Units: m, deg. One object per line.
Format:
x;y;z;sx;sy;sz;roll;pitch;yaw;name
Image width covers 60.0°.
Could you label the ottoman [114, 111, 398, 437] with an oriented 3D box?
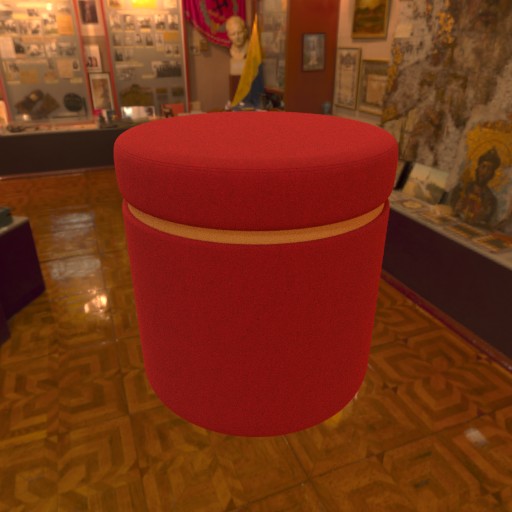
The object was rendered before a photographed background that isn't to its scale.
0.000;0.000;0.725;0.400;0.406;0.400;0;26;0;ottoman
